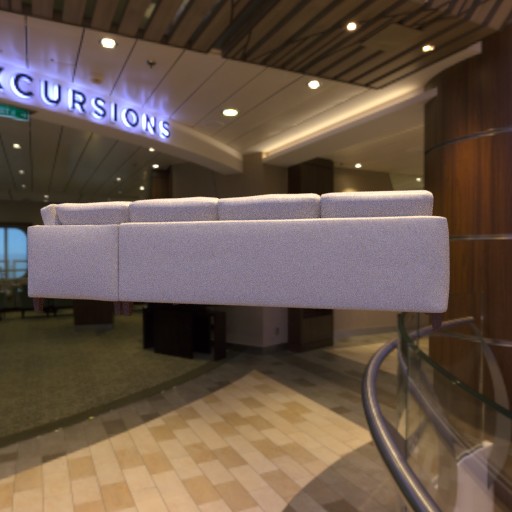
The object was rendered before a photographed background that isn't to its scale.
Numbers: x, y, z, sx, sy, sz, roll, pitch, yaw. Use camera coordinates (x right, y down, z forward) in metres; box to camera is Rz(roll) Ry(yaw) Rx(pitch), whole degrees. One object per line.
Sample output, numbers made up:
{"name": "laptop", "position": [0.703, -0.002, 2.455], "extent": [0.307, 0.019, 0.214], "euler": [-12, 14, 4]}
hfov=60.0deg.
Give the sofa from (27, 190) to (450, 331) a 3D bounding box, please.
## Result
{"name": "sofa", "position": [0.000, 0.000, 4.423], "extent": [3.333, 0.934, 2.522], "euler": [0, 0, 17]}
